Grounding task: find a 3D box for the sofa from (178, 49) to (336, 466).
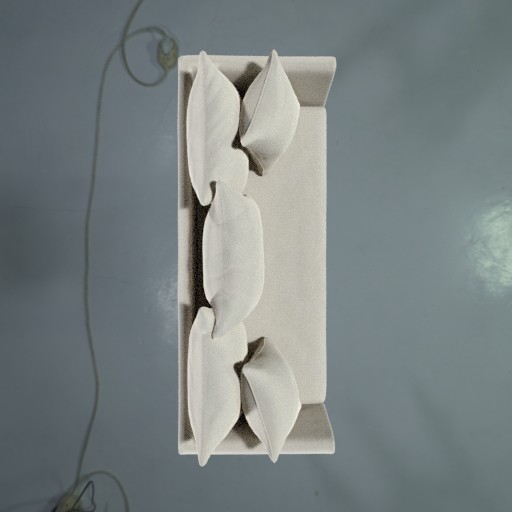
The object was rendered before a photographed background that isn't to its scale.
[{"bbox_3d":[0.000,0.000,2.982,1.046,1.047,2.499,0,91,-1],"label":"sofa"}]
